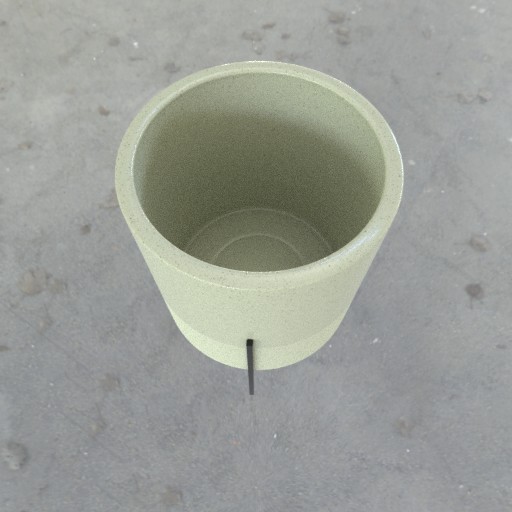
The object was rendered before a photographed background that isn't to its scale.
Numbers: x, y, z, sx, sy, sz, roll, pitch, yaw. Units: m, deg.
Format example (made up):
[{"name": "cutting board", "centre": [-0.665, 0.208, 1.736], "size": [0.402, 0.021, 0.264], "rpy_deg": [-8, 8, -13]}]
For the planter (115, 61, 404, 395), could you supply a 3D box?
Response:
[{"name": "planter", "centre": [0.000, 0.000, 0.694], "size": [0.323, 0.475, 0.314], "rpy_deg": [31, 67, 15]}]
